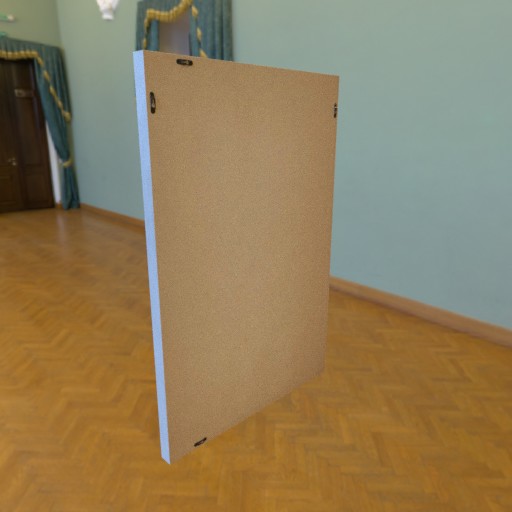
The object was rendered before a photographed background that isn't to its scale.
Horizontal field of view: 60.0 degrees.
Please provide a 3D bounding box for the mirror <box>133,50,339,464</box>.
[{"bbox_3d":[0.000,0.000,1.152,0.609,0.915,0.041,-15,22,-42],"label":"mirror"}]
